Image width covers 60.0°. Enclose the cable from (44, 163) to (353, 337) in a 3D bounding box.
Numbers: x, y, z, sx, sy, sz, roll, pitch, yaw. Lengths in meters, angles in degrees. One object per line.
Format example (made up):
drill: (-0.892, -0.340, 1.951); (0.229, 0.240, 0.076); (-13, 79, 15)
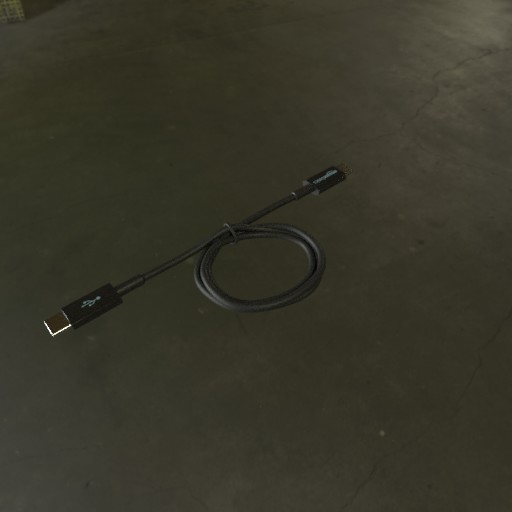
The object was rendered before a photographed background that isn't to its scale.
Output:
cable: (0.000, 0.000, 0.233); (0.203, 0.014, 0.070); (-31, 53, -27)
